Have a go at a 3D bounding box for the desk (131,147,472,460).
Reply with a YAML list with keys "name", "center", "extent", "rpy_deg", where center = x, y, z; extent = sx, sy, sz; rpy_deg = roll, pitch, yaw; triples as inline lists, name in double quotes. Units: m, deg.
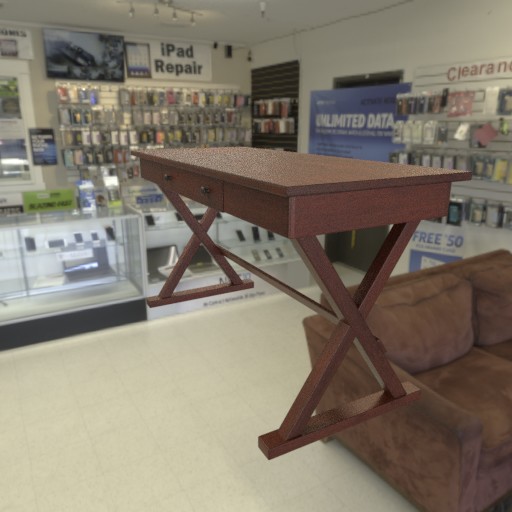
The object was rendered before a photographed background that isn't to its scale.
- name: "desk"
  center: [0.000, 0.000, 1.757]
  extent: [0.600, 0.761, 1.372]
  rpy_deg: [-9, 19, -27]
